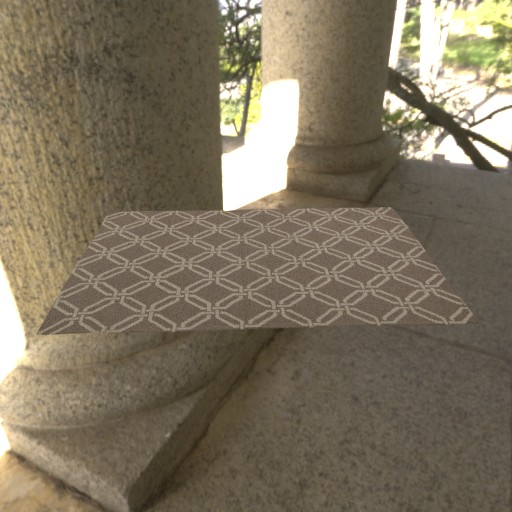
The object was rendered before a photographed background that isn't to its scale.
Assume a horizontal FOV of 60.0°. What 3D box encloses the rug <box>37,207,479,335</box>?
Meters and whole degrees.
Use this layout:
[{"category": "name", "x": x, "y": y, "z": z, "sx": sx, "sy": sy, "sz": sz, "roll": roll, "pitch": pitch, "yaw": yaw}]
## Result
[{"category": "rug", "x": 0.000, "y": 0.000, "z": 2.219, "sx": 1.748, "sy": 0.010, "sz": 1.142, "roll": -1, "pitch": 30, "yaw": -2}]
